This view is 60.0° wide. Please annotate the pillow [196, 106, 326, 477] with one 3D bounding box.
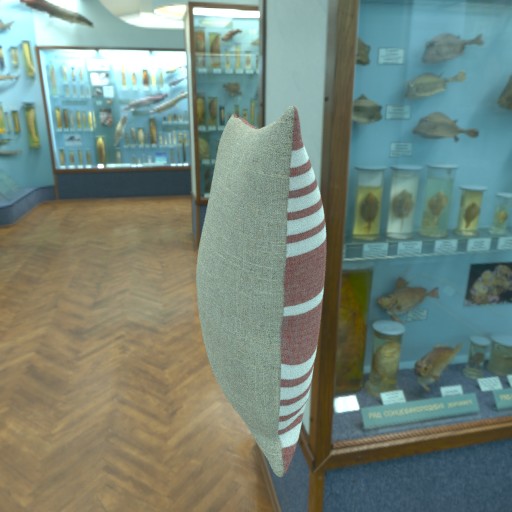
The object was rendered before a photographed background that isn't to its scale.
[{"bbox_3d":[0.000,0.000,0.675,0.182,0.427,0.439,-3,18,-10],"label":"pillow"}]
